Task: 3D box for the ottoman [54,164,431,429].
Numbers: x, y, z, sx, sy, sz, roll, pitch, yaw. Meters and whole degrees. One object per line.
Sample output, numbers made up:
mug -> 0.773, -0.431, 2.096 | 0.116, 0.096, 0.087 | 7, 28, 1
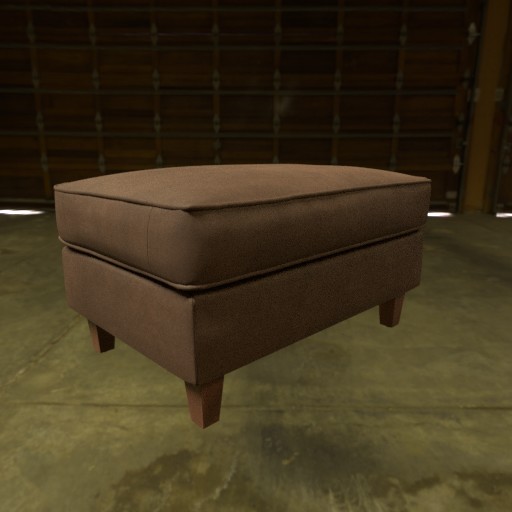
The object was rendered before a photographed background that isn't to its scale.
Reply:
ottoman -> 0.000, 0.000, 1.205 | 0.860, 0.481, 0.596 | -13, 19, -42
